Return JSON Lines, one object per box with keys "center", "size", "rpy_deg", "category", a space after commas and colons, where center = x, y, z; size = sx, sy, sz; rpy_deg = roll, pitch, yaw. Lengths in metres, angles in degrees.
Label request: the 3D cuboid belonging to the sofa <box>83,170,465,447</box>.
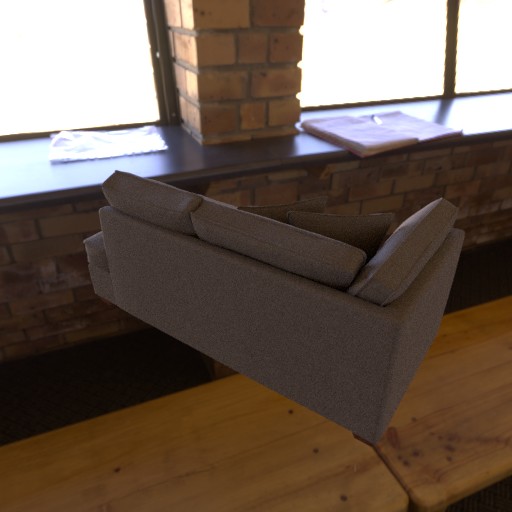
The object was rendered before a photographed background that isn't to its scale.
{"center": [0.000, 0.000, 2.891], "size": [2.237, 1.033, 1.110], "rpy_deg": [20, 36, 30], "category": "sofa"}
